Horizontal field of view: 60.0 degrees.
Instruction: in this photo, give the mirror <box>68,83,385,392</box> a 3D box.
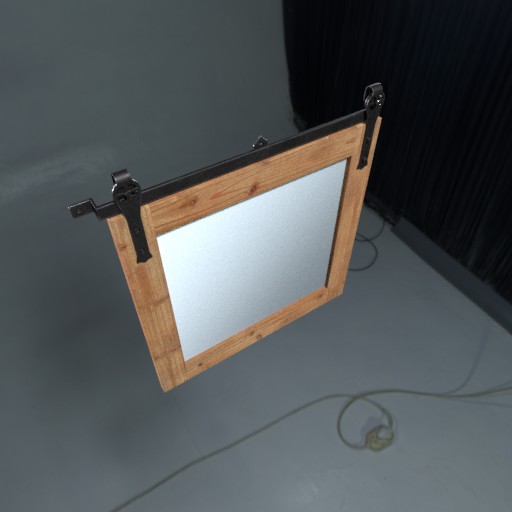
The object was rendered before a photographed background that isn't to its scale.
[{"bbox_3d":[0.000,0.000,1.213,0.805,0.800,0.054,-25,52,-22],"label":"mirror"}]
